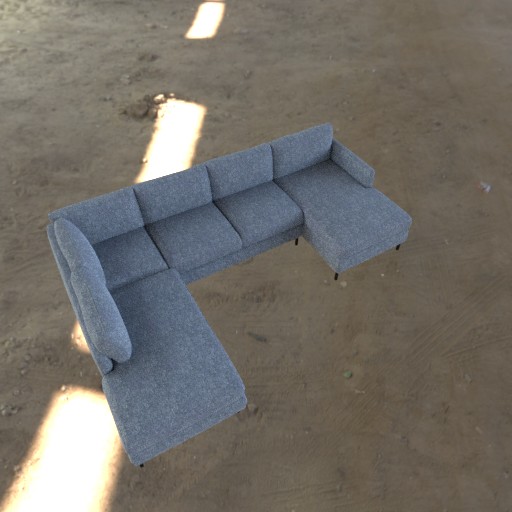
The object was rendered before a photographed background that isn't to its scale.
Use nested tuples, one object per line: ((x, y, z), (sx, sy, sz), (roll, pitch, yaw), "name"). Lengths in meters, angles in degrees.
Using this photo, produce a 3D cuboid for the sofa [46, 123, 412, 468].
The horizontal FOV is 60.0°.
((0.000, 0.000, 3.452), (2.737, 0.756, 1.879), (-23, 51, -20), "sofa")
